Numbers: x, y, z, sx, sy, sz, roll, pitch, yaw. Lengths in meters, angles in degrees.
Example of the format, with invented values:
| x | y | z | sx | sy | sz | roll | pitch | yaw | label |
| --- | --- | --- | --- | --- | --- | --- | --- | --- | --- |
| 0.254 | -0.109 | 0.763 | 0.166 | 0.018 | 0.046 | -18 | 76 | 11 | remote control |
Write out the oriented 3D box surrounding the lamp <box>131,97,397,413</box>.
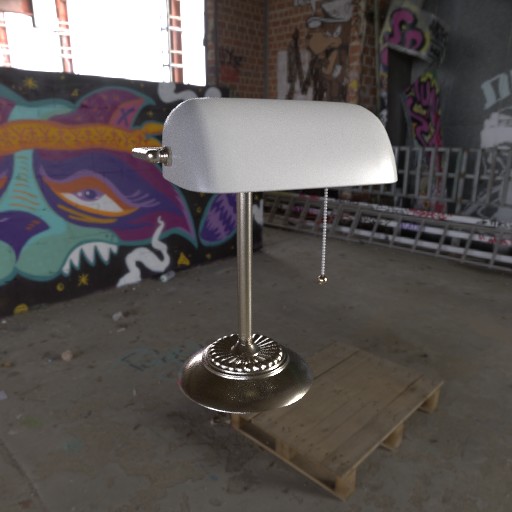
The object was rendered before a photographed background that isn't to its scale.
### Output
| x | y | z | sx | sy | sz | roll | pitch | yaw | label |
| --- | --- | --- | --- | --- | --- | --- | --- | --- | --- |
| 0.000 | 0.000 | 0.517 | 0.264 | 0.339 | 0.243 | -7 | 17 | -25 | lamp |
